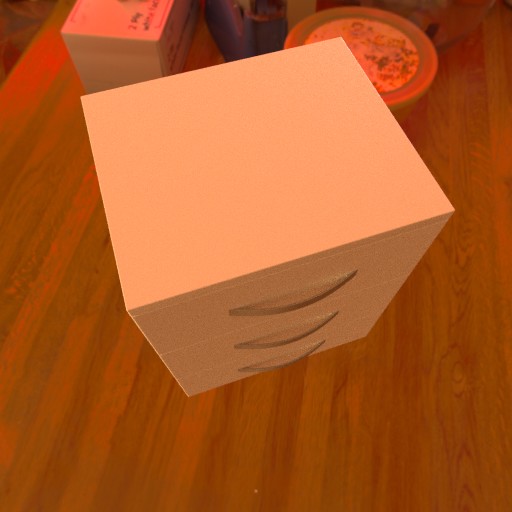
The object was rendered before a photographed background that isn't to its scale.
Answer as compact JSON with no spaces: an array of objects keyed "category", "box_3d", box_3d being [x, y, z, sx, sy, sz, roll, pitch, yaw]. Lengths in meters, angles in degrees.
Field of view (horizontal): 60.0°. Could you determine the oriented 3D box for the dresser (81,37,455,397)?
[{"category":"dresser","box_3d":[0.000,0.000,0.822,0.400,0.560,0.360,-17,63,-9]}]
